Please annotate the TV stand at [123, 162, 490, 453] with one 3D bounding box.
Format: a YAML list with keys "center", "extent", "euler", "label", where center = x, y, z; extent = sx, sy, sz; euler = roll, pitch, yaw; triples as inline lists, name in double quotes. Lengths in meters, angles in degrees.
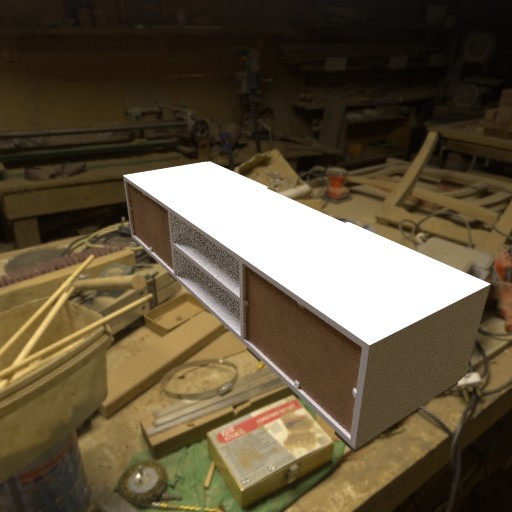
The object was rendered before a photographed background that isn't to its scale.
- center: [0.000, 0.000, 1.550]
  extent: [0.420, 0.310, 1.400]
  euler: [-17, 31, -30]
  label: "TV stand"
